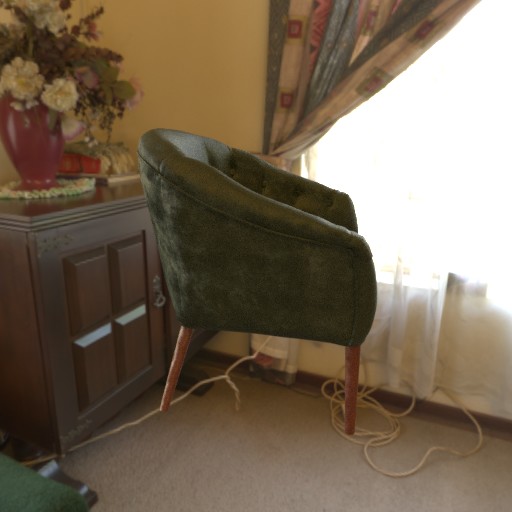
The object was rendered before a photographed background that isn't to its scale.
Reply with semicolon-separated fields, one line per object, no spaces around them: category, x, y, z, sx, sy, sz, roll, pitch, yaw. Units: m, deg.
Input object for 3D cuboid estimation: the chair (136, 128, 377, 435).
chair;0.000;0.000;1.598;0.776;0.885;0.851;2;16;8
